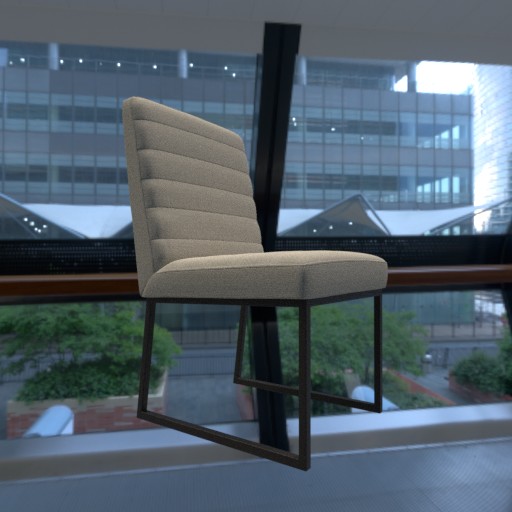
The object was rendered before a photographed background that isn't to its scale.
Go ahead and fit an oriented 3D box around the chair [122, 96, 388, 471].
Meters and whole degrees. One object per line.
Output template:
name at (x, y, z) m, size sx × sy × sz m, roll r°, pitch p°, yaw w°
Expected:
chair at (0.000, 0.000, 1.313) m, size 0.634 × 0.930 × 0.520 m, roll 0°, pitch -1°, yaw 36°
